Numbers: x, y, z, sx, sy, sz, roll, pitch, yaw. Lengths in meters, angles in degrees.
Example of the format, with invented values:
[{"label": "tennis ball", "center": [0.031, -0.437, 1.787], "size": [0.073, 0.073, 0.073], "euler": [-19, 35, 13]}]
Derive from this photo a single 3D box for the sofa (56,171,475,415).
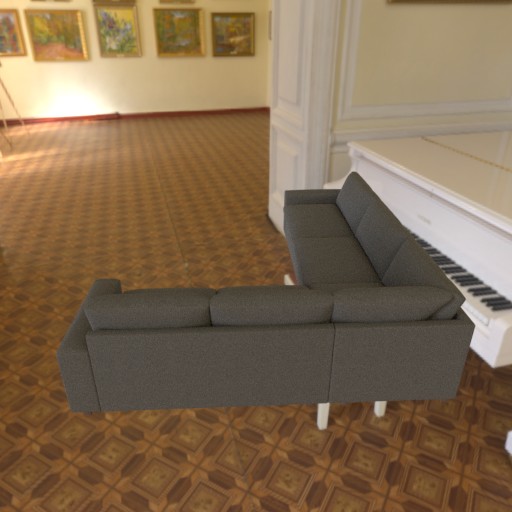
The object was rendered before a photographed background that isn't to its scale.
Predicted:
[{"label": "sofa", "center": [0.000, 0.000, 4.583], "size": [2.895, 0.965, 3.277], "euler": [-1, 27, -2]}]
